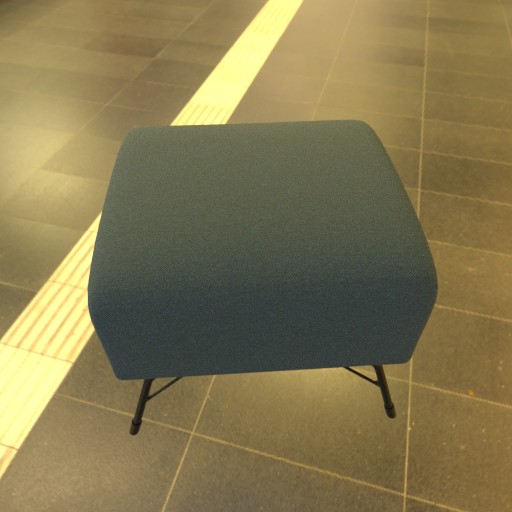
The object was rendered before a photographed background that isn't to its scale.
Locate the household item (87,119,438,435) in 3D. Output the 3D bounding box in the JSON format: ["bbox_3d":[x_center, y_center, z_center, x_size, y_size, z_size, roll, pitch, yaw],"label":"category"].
[{"bbox_3d":[0.000,0.000,0.901,0.530,0.420,0.530,-3,47,-3],"label":"household item"}]
